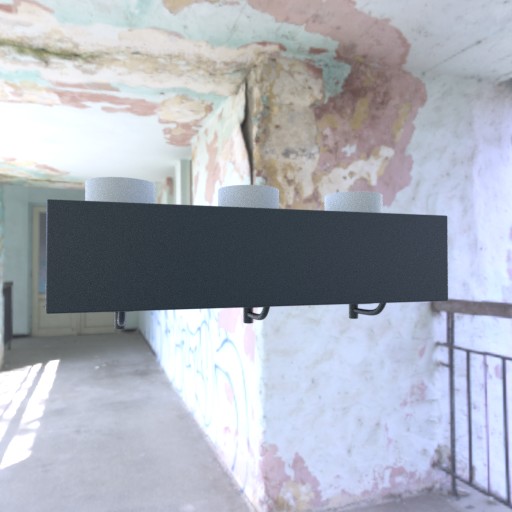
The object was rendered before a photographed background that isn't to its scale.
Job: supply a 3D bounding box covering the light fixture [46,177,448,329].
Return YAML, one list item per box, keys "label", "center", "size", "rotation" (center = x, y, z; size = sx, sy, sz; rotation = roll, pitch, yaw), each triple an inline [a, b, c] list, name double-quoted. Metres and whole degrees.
- label: "light fixture"
  center: [0.000, 0.000, 0.544]
  size: [0.451, 0.172, 0.145]
  rotation: [0, -1, -18]
